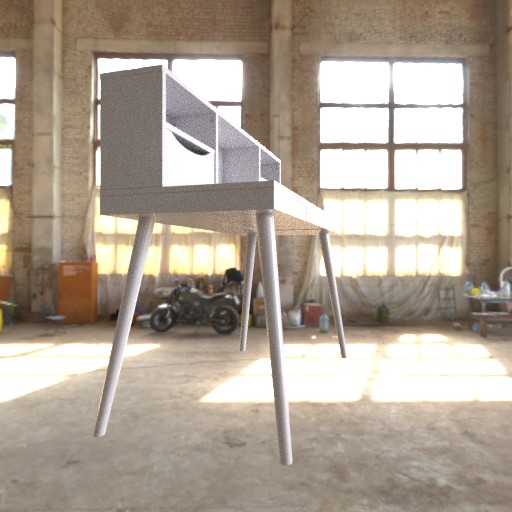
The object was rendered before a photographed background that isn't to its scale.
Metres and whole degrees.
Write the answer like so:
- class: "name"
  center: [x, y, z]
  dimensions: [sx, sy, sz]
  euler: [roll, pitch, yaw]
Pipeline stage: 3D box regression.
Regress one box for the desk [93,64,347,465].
- class: "desk"
  center: [0.000, 0.000, 1.696]
  dimensions: [0.559, 0.990, 1.199]
  euler: [0, 0, 18]
